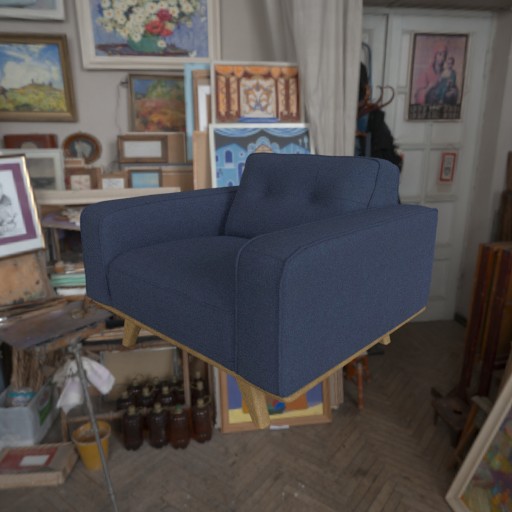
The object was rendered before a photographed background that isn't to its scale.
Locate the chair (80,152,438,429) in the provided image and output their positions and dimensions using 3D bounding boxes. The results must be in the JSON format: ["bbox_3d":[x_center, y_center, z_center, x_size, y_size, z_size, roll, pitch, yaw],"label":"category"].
[{"bbox_3d":[0.000,0.000,1.790,1.118,0.783,0.953,14,21,42],"label":"chair"}]
